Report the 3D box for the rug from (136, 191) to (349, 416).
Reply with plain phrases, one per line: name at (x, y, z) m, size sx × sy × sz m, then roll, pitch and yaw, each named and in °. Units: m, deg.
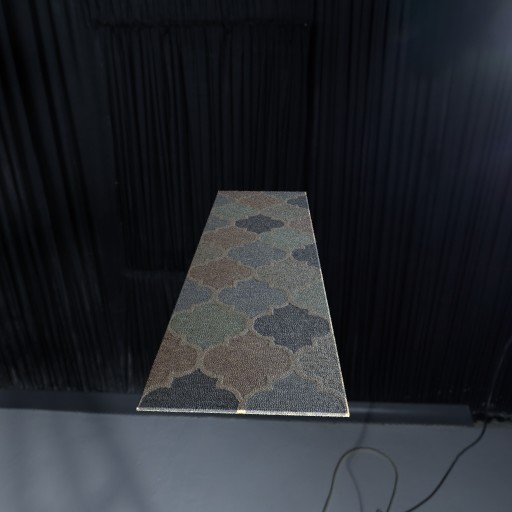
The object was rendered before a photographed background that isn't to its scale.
rug at (0.000, 0.000, 2.447) m, size 0.687 × 0.011 × 2.287 m, roll 1°, pitch 26°, yaw 2°
